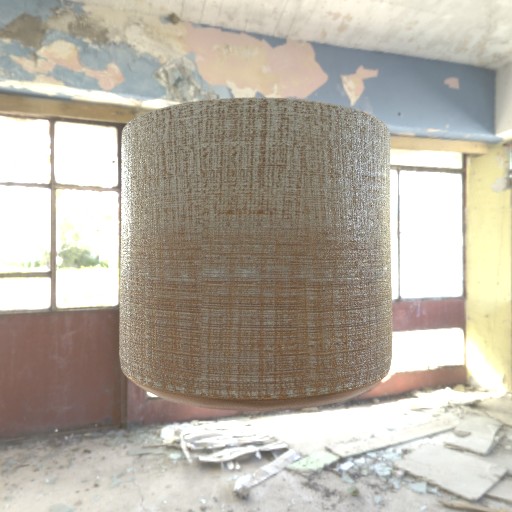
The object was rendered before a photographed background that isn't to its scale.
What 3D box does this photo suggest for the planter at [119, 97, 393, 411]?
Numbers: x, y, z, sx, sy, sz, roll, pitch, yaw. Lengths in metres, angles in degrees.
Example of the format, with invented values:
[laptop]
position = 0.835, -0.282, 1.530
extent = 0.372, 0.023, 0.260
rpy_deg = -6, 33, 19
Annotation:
[planter]
position = 0.000, 0.000, 0.184
extent = 0.109, 0.096, 0.109
rpy_deg = 0, 0, 0
